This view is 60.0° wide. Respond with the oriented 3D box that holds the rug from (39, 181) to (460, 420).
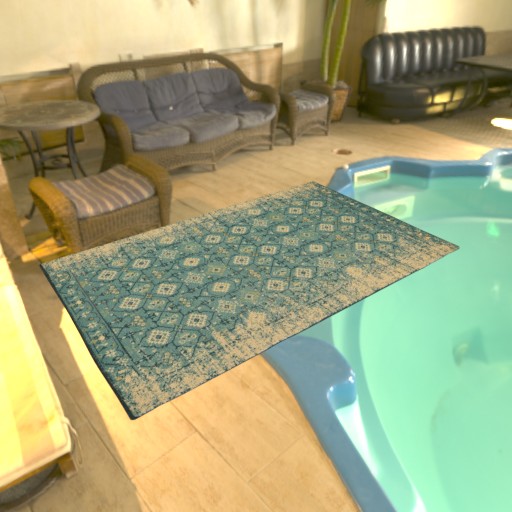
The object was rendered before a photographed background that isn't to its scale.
[{"bbox_3d":[0.000,0.000,3.012,2.449,0.015,1.530,-21,37,-30],"label":"rug"}]
